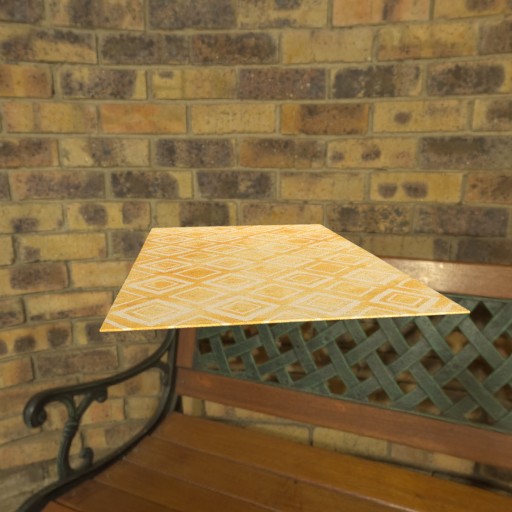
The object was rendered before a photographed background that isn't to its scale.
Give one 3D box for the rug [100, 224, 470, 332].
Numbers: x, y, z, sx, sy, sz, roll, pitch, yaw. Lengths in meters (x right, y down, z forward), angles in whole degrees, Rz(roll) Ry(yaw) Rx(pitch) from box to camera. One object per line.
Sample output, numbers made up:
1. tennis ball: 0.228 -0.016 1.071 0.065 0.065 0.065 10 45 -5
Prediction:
1. rug: 0.000 0.000 2.300 1.213 0.010 1.829 -2 14 -8
